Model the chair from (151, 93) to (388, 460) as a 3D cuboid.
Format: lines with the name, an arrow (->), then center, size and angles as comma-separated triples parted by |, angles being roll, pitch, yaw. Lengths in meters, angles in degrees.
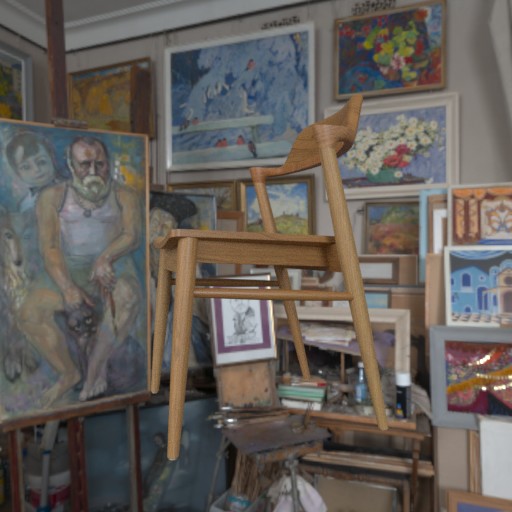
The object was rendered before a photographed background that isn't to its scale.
chair -> 0.000, 0.000, 1.146 | 0.499, 0.792, 0.512 | 0, 0, -17
